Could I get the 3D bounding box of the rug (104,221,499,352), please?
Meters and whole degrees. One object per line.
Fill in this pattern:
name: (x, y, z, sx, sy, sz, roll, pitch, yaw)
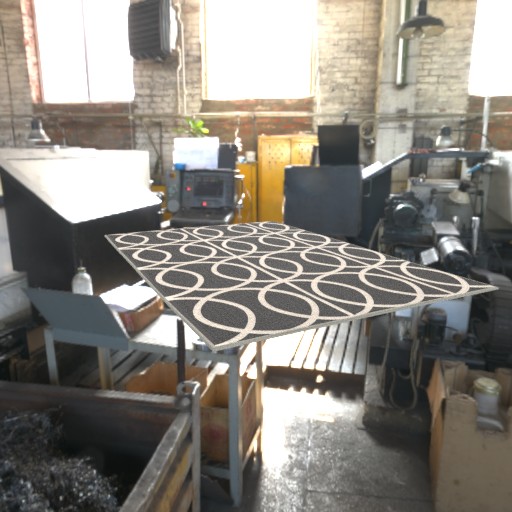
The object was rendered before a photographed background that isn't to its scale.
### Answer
rug: (0.000, 0.000, 2.841, 1.528, 0.014, 2.294, -7, 15, -26)
